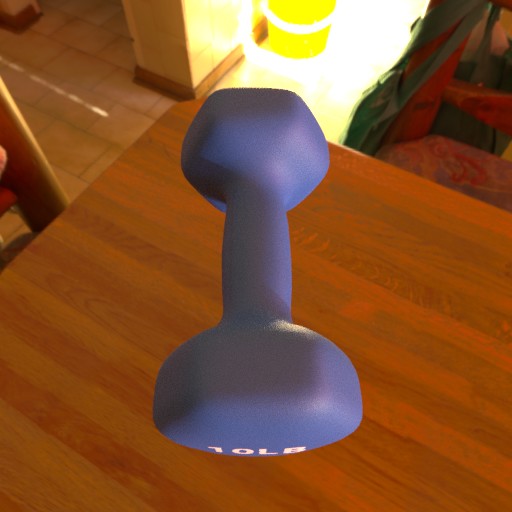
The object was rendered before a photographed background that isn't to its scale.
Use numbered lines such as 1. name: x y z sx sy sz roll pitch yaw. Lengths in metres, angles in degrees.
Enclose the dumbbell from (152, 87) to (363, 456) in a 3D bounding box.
1. dumbbell: 0.000 0.000 0.260 0.103 0.093 0.212 0 58 0
